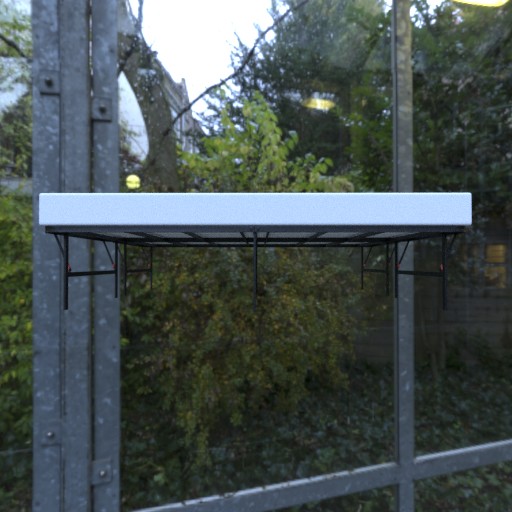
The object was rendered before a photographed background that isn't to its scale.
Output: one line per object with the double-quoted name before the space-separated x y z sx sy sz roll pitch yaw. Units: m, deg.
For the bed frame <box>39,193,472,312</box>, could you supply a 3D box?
"bed frame" 0.000 0.000 3.039 2.032 0.559 1.930 0 -1 0
